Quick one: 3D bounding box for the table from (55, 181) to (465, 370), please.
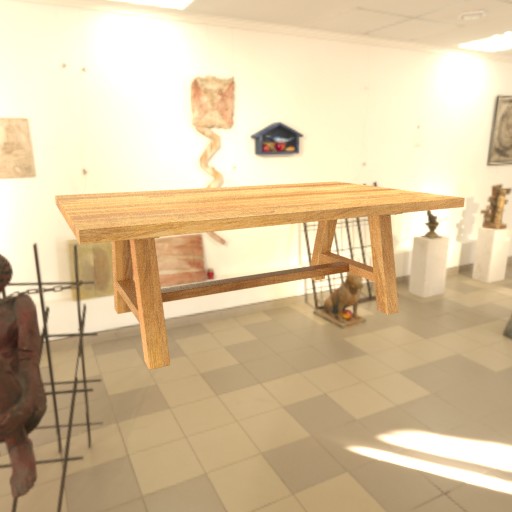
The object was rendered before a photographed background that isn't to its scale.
[{"bbox_3d":[0.000,0.000,1.702,1.320,0.455,0.760,-7,16,-27],"label":"table"}]
